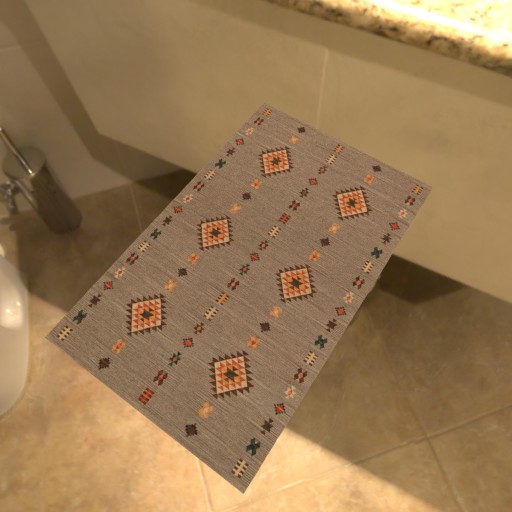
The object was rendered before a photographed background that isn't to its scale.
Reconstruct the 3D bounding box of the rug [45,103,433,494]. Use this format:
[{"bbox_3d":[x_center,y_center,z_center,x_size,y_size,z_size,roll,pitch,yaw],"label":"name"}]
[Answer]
[{"bbox_3d":[0.000,0.000,3.018,1.515,0.007,2.427,31,67,15],"label":"rug"}]
